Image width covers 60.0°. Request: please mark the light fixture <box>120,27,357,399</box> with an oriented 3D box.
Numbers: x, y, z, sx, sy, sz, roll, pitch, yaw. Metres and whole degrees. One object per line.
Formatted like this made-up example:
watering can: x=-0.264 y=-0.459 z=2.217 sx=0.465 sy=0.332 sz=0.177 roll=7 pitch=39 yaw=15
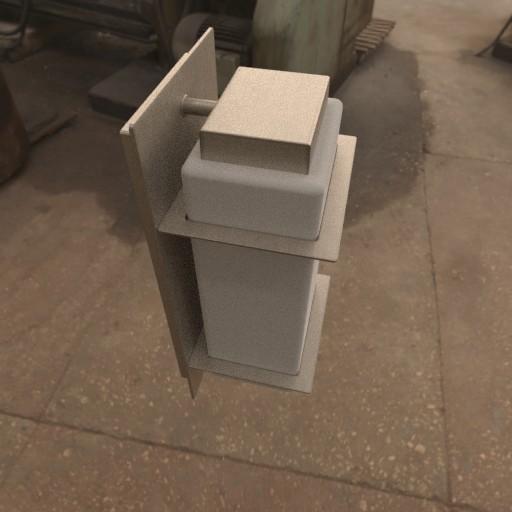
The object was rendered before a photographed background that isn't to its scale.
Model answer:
light fixture: x=0.000 y=0.000 z=0.460 sx=0.160 sy=0.380 sz=0.168 roll=10 pitch=48 yaw=9
